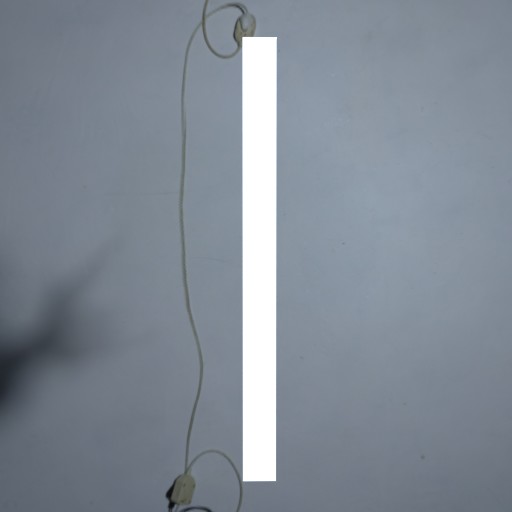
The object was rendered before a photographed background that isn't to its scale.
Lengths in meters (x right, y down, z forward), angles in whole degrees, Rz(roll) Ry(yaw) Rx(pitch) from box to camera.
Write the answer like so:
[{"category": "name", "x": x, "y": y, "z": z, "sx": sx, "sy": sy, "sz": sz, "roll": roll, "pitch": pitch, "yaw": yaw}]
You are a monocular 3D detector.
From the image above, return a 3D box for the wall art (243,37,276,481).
[{"category": "wall art", "x": 0.000, "y": 0.000, "z": 0.758, "sx": 0.038, "sy": 0.506, "sz": 0.506, "roll": 0, "pitch": 92, "yaw": -1}]
